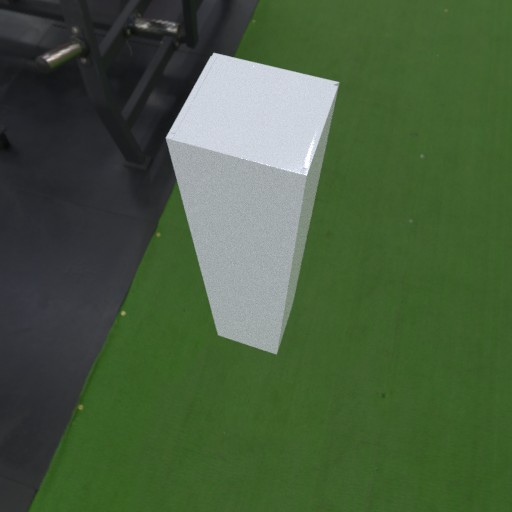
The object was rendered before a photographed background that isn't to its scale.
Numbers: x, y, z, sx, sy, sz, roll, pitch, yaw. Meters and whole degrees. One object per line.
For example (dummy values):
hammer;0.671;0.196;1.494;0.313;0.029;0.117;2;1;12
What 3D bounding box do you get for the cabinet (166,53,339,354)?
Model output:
cabinet;0.000;0.000;1.572;0.300;1.400;0.270;17;65;8
